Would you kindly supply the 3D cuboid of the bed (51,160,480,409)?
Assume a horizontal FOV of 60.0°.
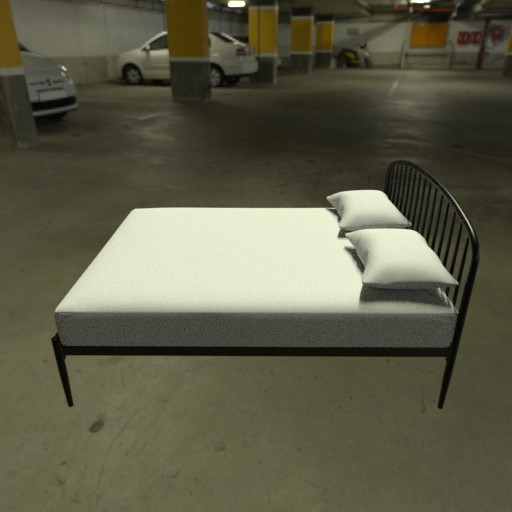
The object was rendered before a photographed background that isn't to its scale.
[{"bbox_3d":[0.000,0.000,3.003,2.159,1.166,1.618,0,25,0],"label":"bed"}]
